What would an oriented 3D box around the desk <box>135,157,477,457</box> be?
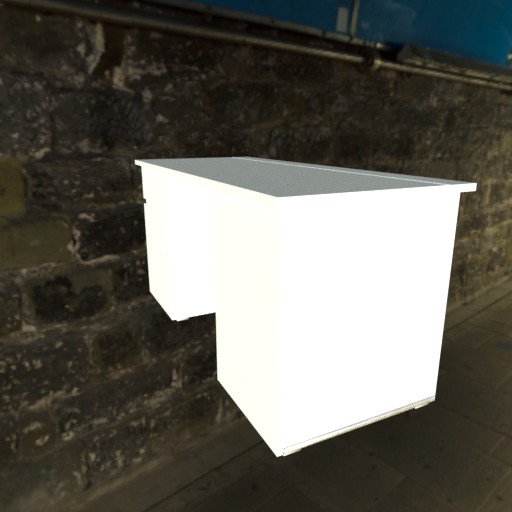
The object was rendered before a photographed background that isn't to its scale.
[{"bbox_3d":[0.000,0.000,1.947,0.670,0.760,1.580,-8,17,-25],"label":"desk"}]
